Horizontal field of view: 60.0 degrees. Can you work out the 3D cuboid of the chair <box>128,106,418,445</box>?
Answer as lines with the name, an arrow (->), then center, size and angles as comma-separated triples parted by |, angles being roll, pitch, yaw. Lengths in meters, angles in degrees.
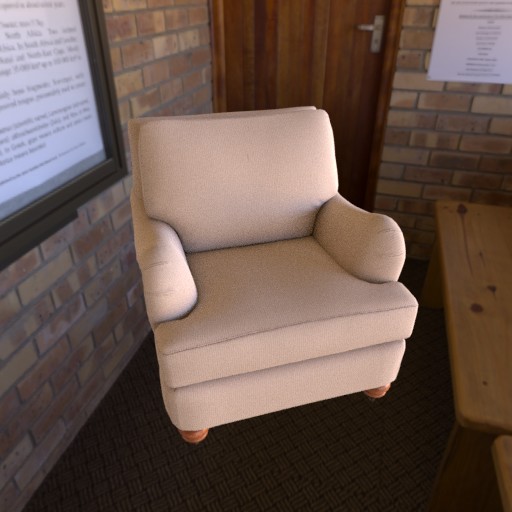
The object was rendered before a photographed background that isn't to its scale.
chair -> 0.000, 0.000, 1.857 | 0.955, 1.038, 1.070 | -9, 32, -14
